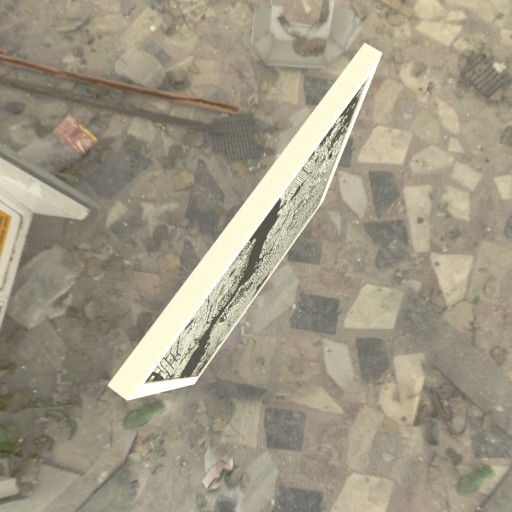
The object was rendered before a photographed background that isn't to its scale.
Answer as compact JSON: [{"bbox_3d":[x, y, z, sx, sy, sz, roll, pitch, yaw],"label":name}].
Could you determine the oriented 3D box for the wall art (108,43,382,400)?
[{"bbox_3d":[0.000,0.000,1.129,0.050,0.762,0.761,34,78,8],"label":"wall art"}]
